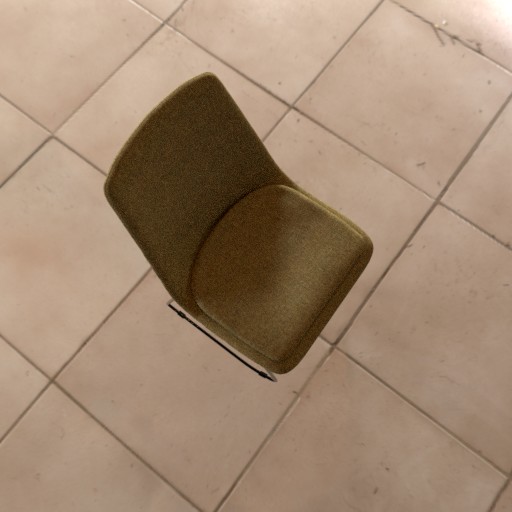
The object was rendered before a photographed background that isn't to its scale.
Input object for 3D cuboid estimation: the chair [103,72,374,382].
[{"bbox_3d":[0.000,0.000,1.159,0.496,0.849,0.479,35,78,9],"label":"chair"}]
